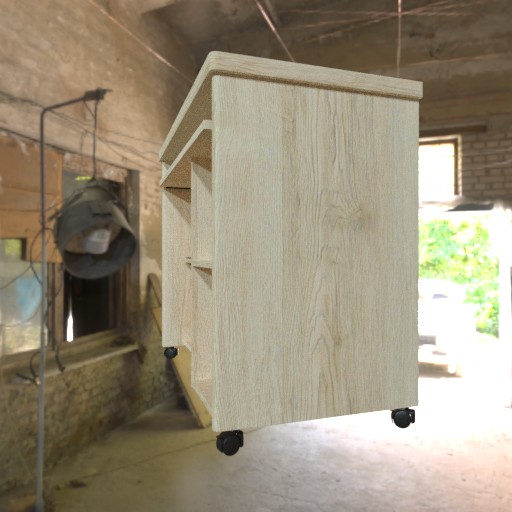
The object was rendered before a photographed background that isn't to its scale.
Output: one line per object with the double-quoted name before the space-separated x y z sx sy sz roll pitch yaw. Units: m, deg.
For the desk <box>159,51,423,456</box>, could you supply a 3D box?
"desk" 0.000 0.000 1.322 0.480 0.770 0.885 0 0 -19
